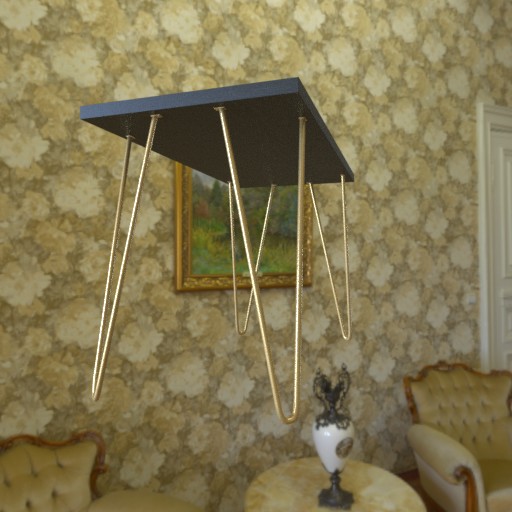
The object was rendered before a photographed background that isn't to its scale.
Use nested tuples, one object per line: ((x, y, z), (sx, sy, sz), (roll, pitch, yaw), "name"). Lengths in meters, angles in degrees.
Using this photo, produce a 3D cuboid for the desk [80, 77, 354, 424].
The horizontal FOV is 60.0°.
((0.000, 0.000, 1.378), (0.499, 0.660, 0.991), (0, -1, 18), "desk")
